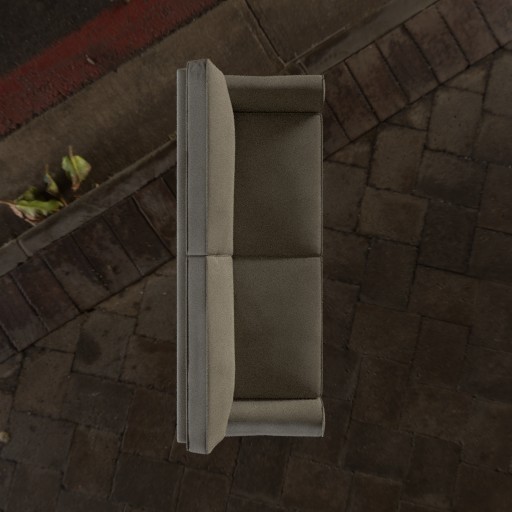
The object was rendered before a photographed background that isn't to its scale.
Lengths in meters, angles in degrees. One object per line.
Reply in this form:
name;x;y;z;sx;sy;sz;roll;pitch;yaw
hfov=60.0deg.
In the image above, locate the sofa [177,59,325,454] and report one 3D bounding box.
sofa;0.000;0.000;2.798;0.900;1.014;2.246;0;90;-1
